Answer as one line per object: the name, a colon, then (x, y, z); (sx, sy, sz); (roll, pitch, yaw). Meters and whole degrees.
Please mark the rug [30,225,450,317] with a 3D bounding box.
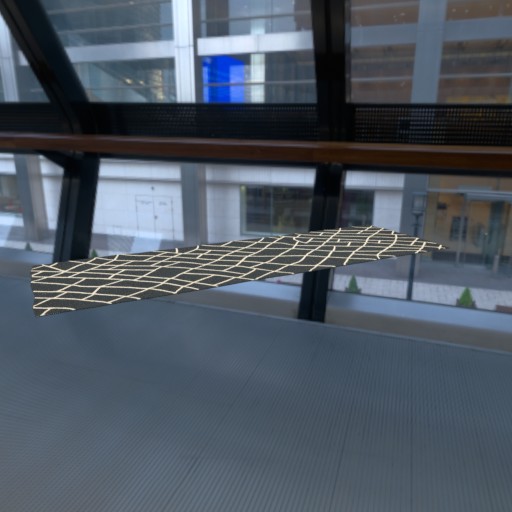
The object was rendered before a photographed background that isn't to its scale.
rug: (0.000, 0.000, 2.709); (2.476, 0.010, 0.807); (-8, 18, -26)
